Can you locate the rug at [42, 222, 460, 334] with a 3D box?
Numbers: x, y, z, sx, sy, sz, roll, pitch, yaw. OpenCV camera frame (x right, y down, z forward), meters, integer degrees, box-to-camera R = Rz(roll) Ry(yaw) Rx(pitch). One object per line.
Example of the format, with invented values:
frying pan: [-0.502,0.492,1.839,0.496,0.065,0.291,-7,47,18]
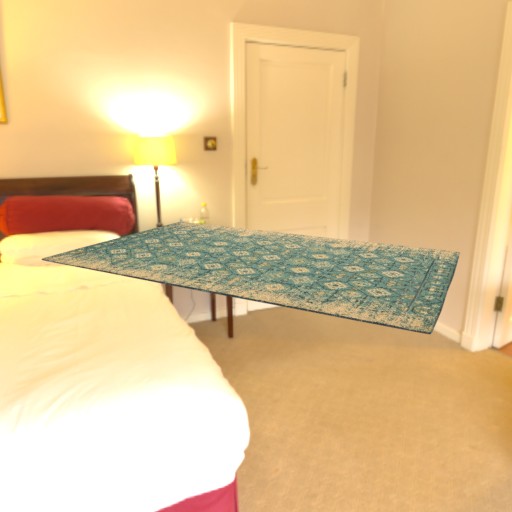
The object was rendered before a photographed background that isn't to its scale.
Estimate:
rug: [0.000,0.000,2.207,1.795,0.008,1.102,8,17,27]
